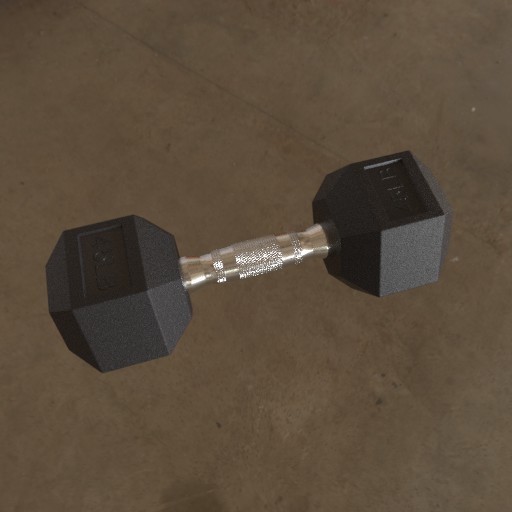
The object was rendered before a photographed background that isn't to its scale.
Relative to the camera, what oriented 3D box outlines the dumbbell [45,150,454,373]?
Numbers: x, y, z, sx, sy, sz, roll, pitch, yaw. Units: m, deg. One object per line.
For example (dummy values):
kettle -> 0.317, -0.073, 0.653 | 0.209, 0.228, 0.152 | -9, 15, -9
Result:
dumbbell -> 0.000, 0.000, 0.418 | 0.356, 0.123, 0.141 | -14, 64, -7
